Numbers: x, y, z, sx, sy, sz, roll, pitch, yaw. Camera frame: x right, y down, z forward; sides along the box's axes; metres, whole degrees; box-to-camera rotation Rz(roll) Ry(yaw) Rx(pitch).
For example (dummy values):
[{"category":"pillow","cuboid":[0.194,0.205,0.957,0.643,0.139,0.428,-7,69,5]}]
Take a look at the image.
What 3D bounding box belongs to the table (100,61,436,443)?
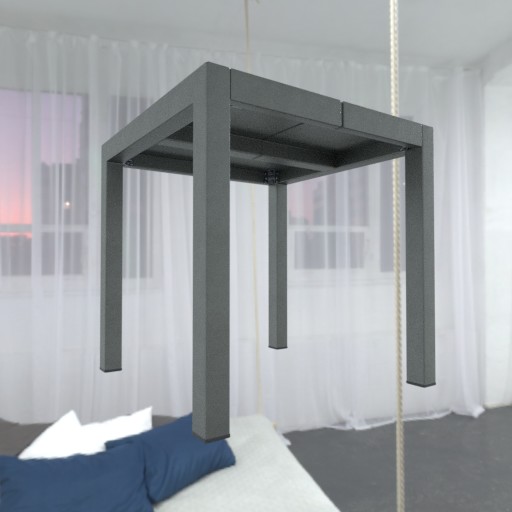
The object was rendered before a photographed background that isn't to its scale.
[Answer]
[{"category":"table","cuboid":[0.000,0.000,0.937,0.508,0.508,0.508,1,-1,-34]}]
